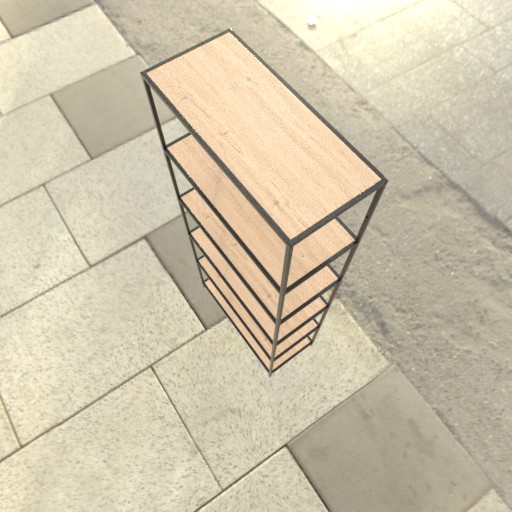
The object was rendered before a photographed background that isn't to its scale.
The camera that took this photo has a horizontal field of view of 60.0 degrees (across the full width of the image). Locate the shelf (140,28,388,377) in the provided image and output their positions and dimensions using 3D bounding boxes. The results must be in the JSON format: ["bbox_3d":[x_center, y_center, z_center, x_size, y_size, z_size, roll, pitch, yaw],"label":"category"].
[{"bbox_3d":[0.000,0.000,2.155,0.350,1.850,0.770,-34,69,-15],"label":"shelf"}]
